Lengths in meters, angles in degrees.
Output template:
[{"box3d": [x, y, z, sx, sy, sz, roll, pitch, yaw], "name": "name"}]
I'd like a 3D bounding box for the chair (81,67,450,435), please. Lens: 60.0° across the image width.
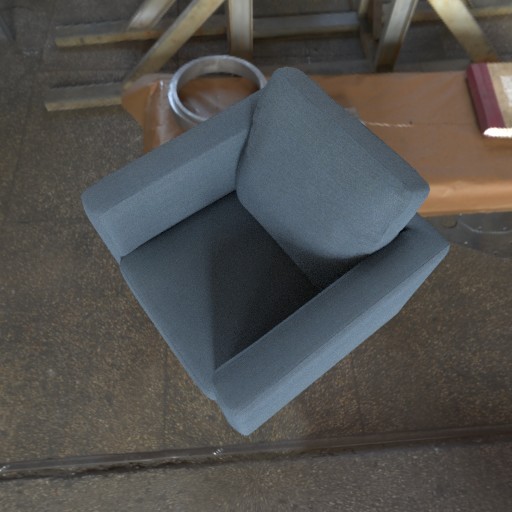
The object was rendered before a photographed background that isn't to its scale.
[{"box3d": [0.000, 0.000, 1.540, 0.820, 0.922, 0.855, -34, 68, -16], "name": "chair"}]
